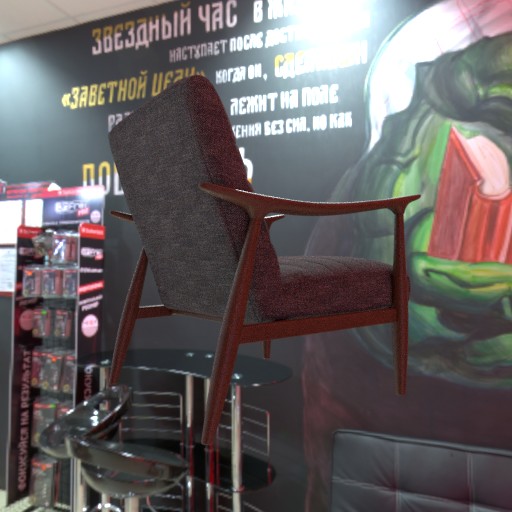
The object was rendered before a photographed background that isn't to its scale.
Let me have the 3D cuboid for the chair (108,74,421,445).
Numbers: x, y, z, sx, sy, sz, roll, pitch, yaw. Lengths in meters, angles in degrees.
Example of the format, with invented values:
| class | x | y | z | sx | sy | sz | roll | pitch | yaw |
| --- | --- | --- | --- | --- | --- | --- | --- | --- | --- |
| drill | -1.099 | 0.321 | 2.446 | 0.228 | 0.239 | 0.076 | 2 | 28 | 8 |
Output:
| class | x | y | z | sx | sy | sz | roll | pitch | yaw |
| --- | --- | --- | --- | --- | --- | --- | --- | --- | --- |
| chair | 0.000 | 0.000 | 1.425 | 0.798 | 0.832 | 0.741 | 1 | -2 | -36 |
